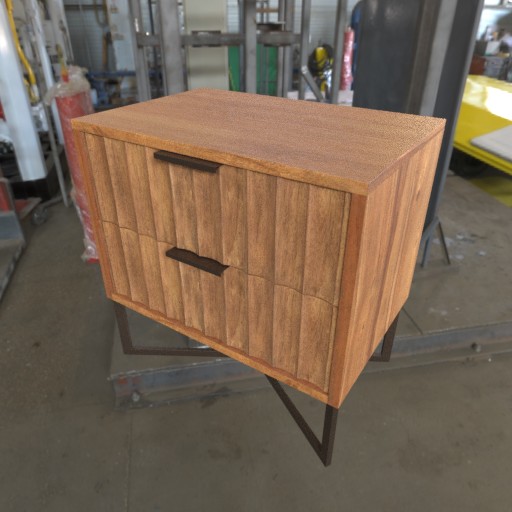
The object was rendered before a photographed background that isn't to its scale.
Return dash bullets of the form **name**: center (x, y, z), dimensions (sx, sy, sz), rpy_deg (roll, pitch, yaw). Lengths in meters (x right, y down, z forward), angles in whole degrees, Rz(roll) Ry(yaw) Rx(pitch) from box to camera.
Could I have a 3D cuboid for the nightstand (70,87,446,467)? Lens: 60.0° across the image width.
- **nightstand**: center (0.000, 0.000, 1.019), dimensions (0.613, 0.615, 0.427), rpy_deg (19, 35, 28)
